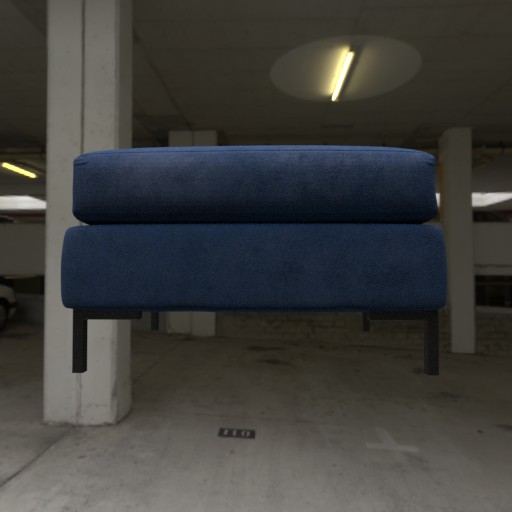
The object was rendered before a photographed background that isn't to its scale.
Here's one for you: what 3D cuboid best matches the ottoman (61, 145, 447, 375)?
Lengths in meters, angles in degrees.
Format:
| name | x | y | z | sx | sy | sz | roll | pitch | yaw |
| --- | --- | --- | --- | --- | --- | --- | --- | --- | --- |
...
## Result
| name | x | y | z | sx | sy | sz | roll | pitch | yaw |
| --- | --- | --- | --- | --- | --- | --- | --- | --- | --- |
| ottoman | 0.000 | 0.000 | 1.193 | 0.794 | 0.485 | 0.655 | 0 | -1 | 2 |
